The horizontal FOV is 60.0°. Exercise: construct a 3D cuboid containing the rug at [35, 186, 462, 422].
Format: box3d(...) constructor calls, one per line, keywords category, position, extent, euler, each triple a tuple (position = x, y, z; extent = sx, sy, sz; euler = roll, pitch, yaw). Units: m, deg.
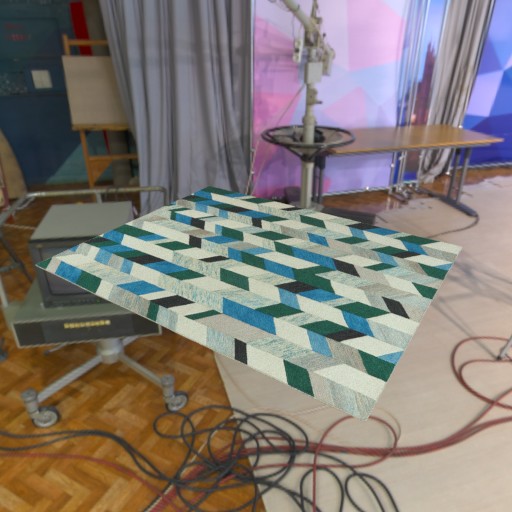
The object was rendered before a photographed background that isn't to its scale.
box3d(category="rug", position=(0.000, 0.000, 4.002), extent=(3.036, 0.008, 2.440), euler=(18, 33, 29))
